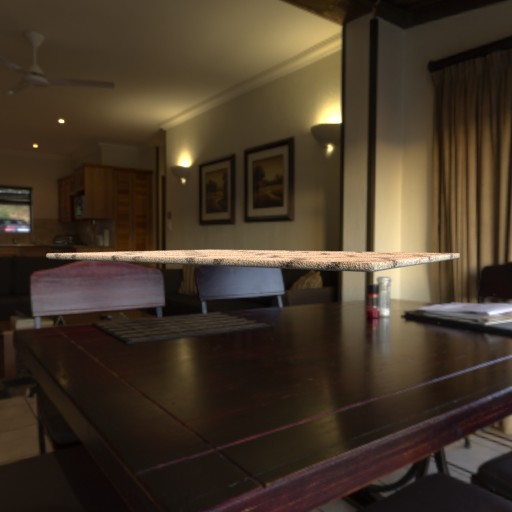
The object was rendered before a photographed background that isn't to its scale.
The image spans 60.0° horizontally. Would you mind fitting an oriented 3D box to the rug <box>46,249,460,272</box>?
[{"bbox_3d":[0.000,0.000,2.130,1.600,0.025,1.200,1,2,35],"label":"rug"}]
